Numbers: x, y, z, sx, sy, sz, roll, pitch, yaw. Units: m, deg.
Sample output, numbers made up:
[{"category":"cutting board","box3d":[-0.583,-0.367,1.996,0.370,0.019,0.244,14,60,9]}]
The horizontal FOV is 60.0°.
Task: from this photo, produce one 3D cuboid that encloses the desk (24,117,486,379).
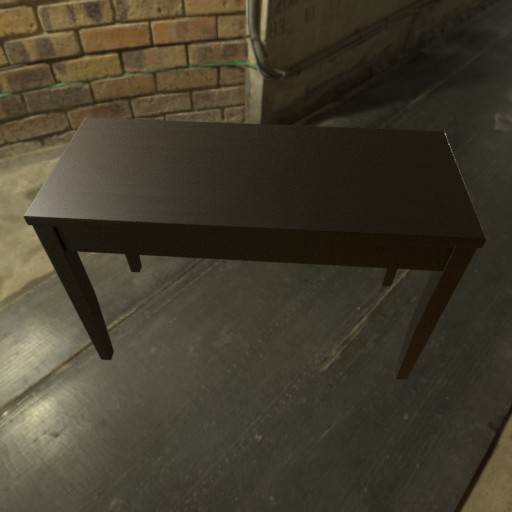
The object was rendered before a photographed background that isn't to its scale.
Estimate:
[{"category":"desk","box3d":[0.000,0.000,1.616,1.220,0.775,0.508,3,48,3]}]
